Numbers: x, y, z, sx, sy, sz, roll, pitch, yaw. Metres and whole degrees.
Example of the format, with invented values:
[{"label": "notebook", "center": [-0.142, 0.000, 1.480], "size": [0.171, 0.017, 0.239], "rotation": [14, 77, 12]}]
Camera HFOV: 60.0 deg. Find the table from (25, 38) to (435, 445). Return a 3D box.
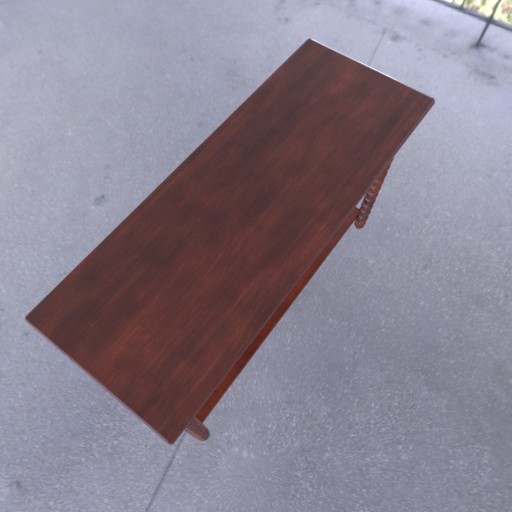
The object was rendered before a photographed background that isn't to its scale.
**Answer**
[{"label": "table", "center": [0.000, 0.000, 1.491], "size": [0.459, 0.740, 1.184], "rotation": [34, 68, 15]}]
